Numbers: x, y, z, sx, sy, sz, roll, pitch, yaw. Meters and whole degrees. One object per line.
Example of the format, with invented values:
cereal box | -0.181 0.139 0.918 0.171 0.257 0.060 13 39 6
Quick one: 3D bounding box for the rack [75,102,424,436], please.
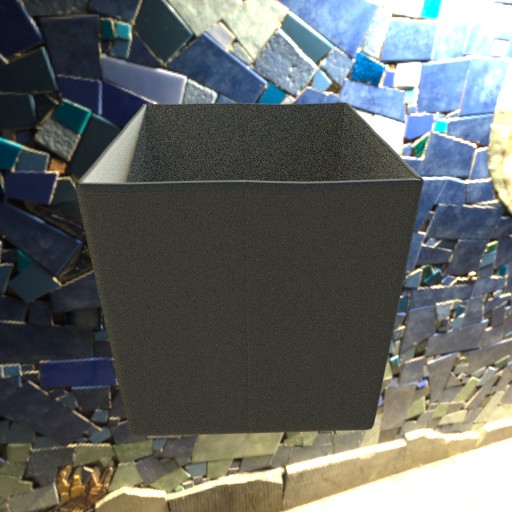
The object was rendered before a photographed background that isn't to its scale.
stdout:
rack | 0.000 0.000 0.502 0.270 0.280 0.270 -1 31 -2
